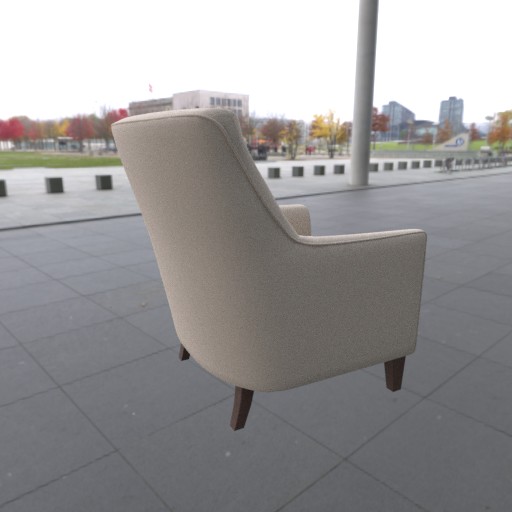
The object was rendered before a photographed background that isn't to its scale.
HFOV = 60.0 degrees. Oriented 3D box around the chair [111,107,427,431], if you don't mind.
[{"bbox_3d":[0.000,0.000,1.543,0.879,0.916,0.756,-7,16,-27],"label":"chair"}]
